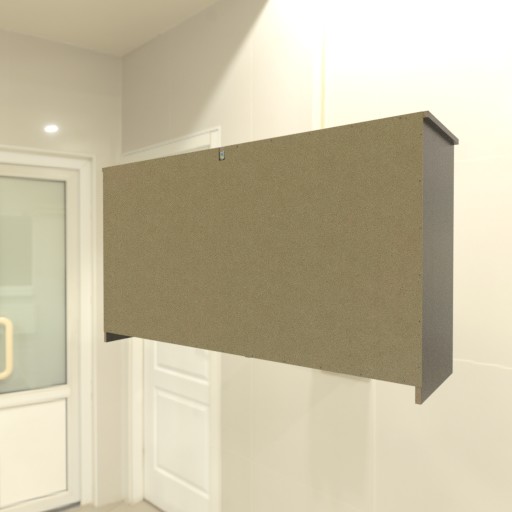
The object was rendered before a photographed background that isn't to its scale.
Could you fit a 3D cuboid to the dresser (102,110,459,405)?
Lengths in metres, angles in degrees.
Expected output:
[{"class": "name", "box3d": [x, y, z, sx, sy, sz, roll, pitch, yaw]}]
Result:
[{"class": "dresser", "box3d": [0.000, 0.000, 1.687, 1.360, 0.755, 0.401, 1, 1, 36]}]
